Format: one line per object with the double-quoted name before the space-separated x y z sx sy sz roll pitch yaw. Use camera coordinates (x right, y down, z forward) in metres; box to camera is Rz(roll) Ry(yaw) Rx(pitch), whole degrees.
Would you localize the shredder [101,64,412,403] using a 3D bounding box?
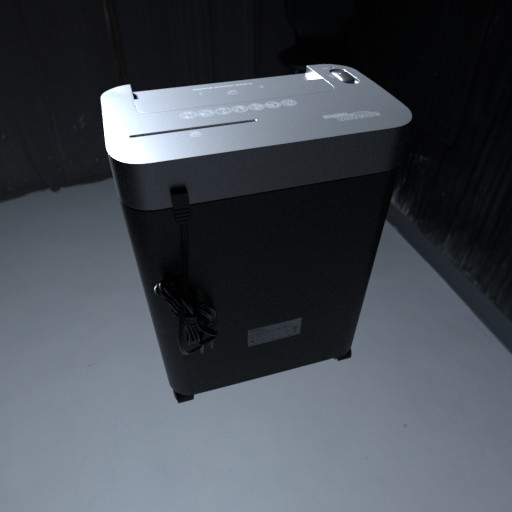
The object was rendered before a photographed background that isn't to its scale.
"shredder" 0.000 0.000 0.604 0.311 0.419 0.237 -11 43 -13
